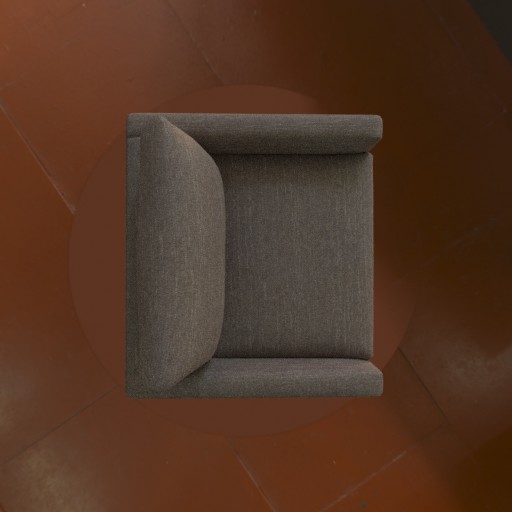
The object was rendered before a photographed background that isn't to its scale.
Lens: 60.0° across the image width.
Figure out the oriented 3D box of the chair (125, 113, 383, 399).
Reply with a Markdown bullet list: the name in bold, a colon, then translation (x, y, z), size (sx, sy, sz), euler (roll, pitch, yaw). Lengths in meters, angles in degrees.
- **chair**: translation (0.000, 0.000, 1.603), size (0.845, 0.841, 0.940), euler (0, 89, -1)
